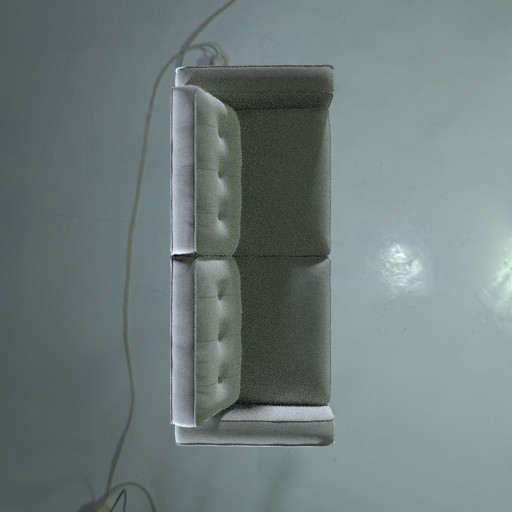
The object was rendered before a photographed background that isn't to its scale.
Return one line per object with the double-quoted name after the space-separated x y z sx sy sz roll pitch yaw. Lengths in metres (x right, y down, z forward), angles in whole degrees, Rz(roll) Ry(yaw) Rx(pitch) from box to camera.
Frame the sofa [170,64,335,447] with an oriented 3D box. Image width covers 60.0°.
0.000 0.000 2.776 0.956 0.781 2.270 0 90 1 "sofa"
